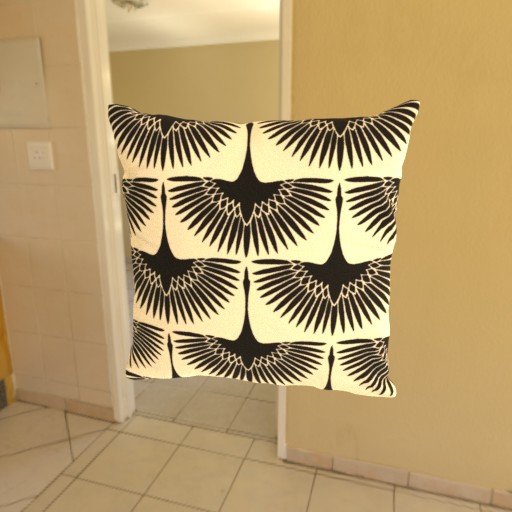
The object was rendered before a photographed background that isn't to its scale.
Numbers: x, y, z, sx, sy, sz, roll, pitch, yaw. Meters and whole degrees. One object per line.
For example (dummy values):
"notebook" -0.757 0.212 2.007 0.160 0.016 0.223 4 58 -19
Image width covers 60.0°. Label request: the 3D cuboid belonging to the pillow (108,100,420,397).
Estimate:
"pillow" 0.000 0.000 0.656 0.432 0.432 0.139 2 14 7
